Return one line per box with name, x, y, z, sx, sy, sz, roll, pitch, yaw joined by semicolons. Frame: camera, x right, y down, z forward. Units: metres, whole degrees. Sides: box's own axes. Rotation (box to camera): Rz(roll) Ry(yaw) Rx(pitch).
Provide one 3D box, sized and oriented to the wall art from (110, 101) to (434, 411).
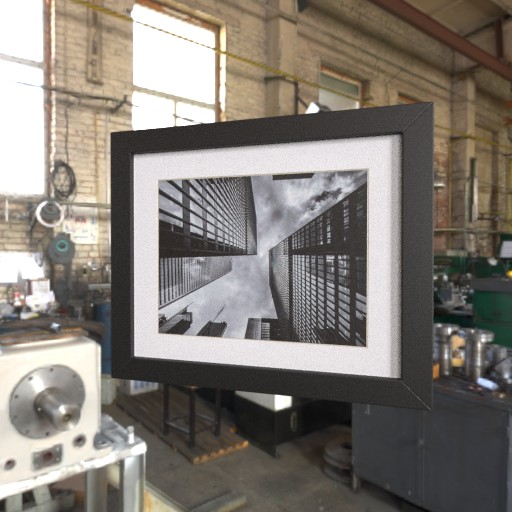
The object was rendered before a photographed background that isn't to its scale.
wall art;0.000;0.000;0.748;0.558;0.457;0.031;0;1;18
